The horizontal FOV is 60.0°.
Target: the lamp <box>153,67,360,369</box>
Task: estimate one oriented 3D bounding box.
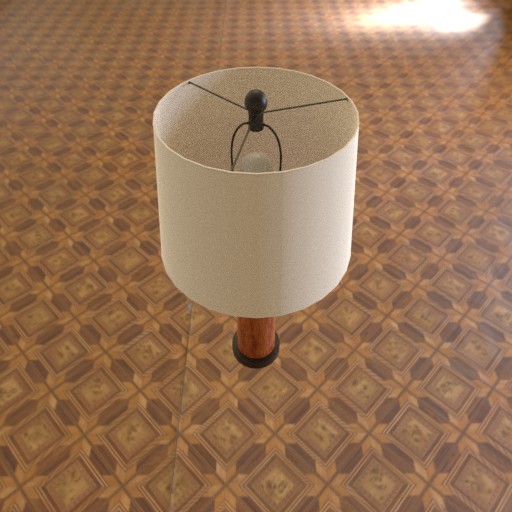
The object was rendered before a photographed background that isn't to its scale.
[{"bbox_3d":[0.000,0.000,0.853,0.349,0.667,0.349,0,47,0],"label":"lamp"}]
